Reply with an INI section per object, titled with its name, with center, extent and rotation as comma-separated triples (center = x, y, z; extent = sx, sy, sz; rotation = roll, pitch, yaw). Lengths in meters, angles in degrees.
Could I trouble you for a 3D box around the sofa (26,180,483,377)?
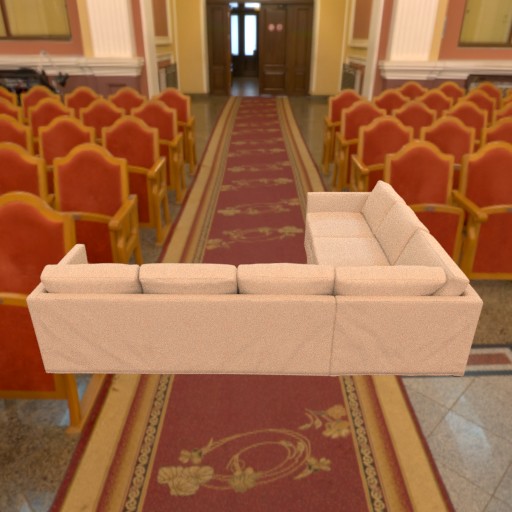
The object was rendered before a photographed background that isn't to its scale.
[sofa]
center = 0.000, 0.000, 4.244
extent = 3.182, 0.871, 2.432
rotation = 0, 26, 1
